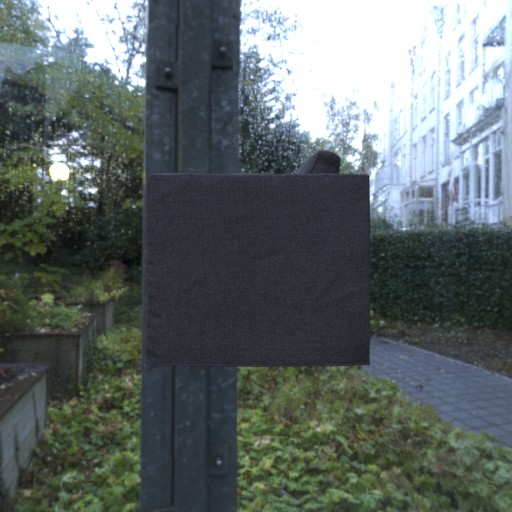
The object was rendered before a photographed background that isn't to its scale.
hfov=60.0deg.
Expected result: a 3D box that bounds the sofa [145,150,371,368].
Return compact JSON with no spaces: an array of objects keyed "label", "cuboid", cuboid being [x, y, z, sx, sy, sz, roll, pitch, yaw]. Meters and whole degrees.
[{"label":"sofa","cuboid":[0.000,0.000,3.309,1.036,0.998,2.779,0,0,0]}]
